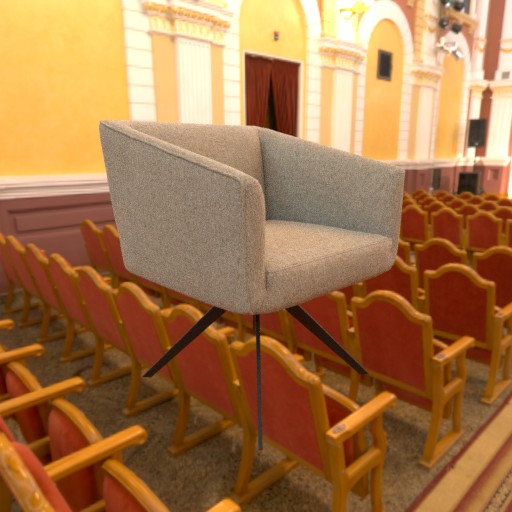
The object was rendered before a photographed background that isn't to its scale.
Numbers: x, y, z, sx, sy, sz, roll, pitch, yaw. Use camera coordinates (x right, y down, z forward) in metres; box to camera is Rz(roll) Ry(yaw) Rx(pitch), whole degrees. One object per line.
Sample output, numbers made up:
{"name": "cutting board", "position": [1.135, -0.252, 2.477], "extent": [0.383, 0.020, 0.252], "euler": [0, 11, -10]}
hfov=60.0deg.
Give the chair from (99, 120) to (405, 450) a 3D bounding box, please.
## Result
{"name": "chair", "position": [0.000, 0.000, 1.287], "extent": [0.628, 0.760, 0.623], "euler": [-13, 19, -43]}
